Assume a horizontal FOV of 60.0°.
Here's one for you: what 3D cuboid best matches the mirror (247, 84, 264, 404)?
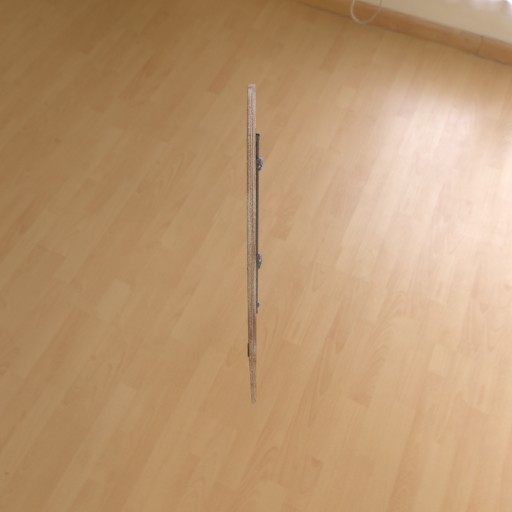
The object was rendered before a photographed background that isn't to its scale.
[{"bbox_3d":[0.000,0.000,1.144,0.032,0.915,0.609,0,64,0],"label":"mirror"}]
